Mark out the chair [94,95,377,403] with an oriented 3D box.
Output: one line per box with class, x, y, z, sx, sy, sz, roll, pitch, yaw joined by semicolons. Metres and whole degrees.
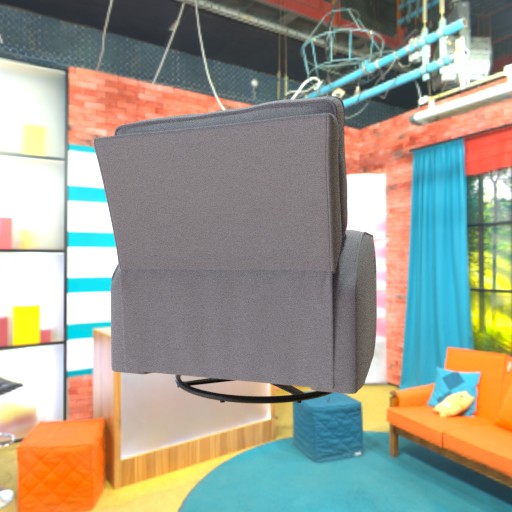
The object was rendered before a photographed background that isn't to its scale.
chair;0.000;0.000;1.700;0.861;0.964;0.969;0;-1;19
